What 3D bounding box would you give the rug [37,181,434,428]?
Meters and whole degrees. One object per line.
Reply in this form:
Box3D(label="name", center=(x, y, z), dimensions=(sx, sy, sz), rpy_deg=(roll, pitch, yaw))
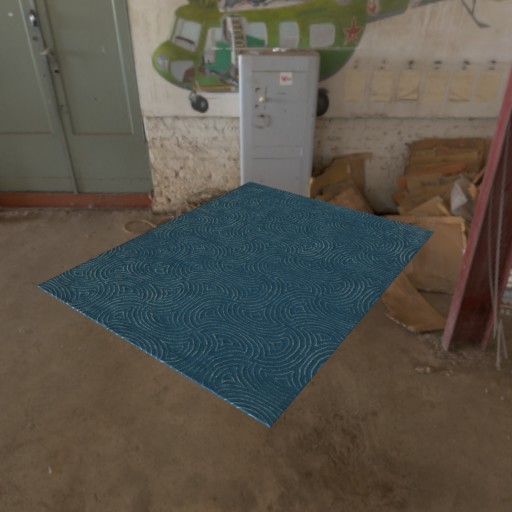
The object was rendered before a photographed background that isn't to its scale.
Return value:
Box3D(label="rug", center=(0.000, 0.000, 4.227), dimensions=(2.432, 0.012, 3.033), rpy_deg=(20, 36, 31))
